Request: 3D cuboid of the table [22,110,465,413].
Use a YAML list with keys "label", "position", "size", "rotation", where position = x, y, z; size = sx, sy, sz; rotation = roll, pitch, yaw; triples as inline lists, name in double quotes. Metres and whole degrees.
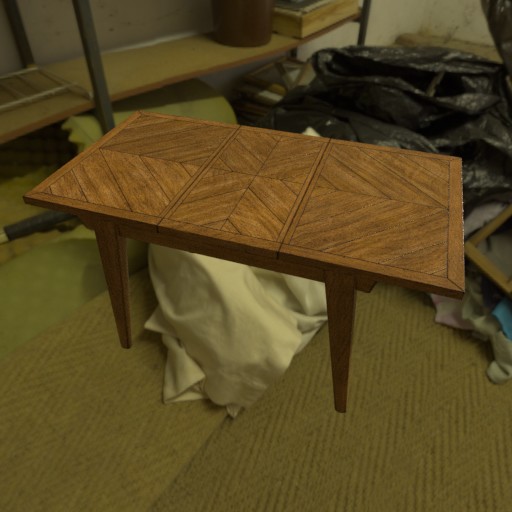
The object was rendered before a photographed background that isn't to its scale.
- label: "table"
  position: [0.000, 0.000, 1.837]
  size: [1.400, 0.760, 0.757]
  rotation: [12, 42, 14]
